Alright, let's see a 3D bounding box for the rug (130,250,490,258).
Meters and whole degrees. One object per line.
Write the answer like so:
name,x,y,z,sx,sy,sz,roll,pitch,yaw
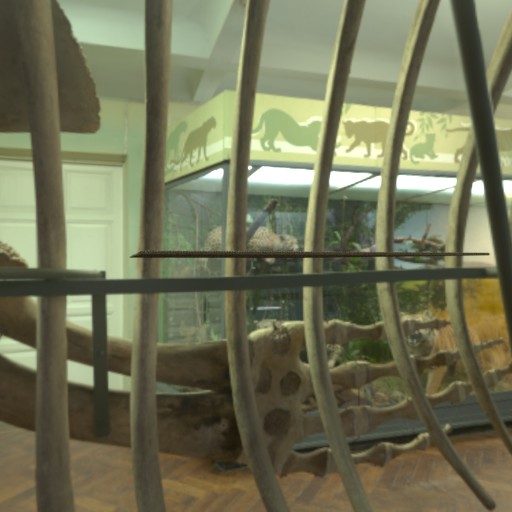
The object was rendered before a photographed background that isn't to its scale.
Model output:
rug,0.000,0.000,2.306,1.240,0.010,1.824,0,-1,-17
